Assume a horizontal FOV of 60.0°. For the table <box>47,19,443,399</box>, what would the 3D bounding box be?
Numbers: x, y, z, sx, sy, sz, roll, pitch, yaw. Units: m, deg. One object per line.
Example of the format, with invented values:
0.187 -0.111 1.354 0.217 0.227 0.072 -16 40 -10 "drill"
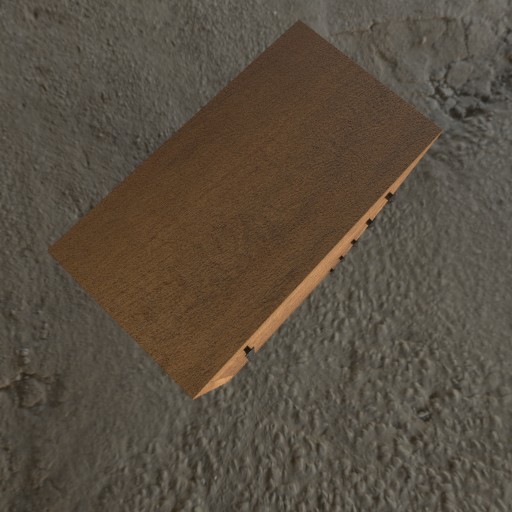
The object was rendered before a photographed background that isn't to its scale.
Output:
0.000 0.000 1.718 0.524 1.294 0.901 42 80 10 "table"
